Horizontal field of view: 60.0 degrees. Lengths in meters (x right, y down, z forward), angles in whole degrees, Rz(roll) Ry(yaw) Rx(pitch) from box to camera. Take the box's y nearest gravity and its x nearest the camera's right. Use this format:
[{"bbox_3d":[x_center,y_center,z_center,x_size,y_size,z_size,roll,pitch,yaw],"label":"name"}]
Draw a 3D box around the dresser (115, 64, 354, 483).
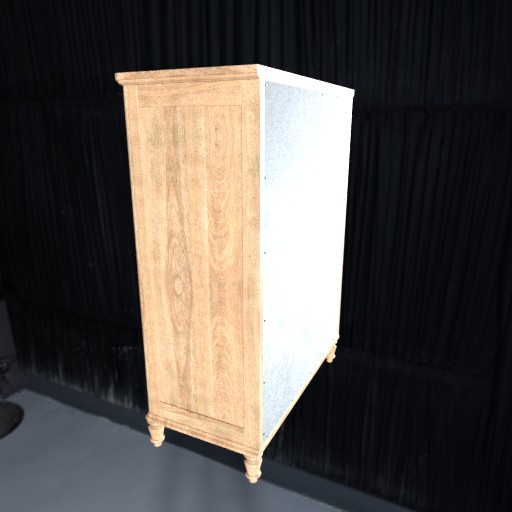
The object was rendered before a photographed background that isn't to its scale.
[{"bbox_3d":[0.000,0.000,1.810,0.484,1.318,0.973,8,18,25],"label":"dresser"}]
